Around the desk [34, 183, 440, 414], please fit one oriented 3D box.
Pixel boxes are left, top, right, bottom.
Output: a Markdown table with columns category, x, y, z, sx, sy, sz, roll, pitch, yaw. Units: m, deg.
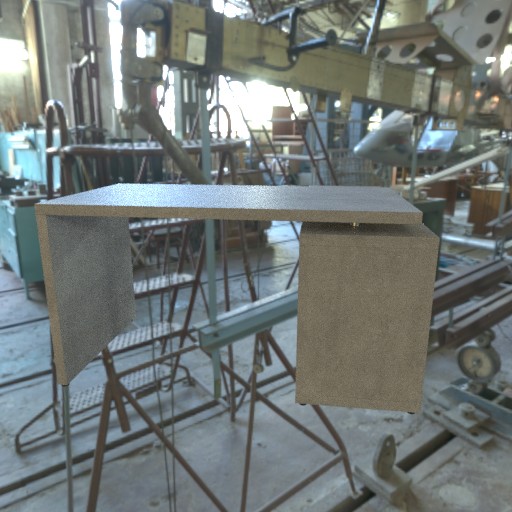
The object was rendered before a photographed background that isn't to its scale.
| category | x | y | z | sx | sy | sz | roll | pitch | yaw |
| --- | --- | --- | --- | --- | --- | --- | --- | --- | --- |
| desk | 0.000 | 0.000 | 2.311 | 1.400 | 0.740 | 1.500 | 2 | 15 | 8 |
